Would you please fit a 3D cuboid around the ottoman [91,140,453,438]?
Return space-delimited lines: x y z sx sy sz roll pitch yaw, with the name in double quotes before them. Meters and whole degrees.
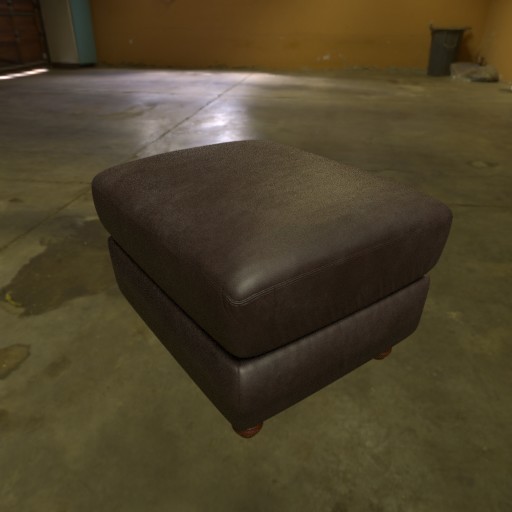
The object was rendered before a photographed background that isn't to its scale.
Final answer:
"ottoman" 0.000 0.000 1.286 0.670 0.569 0.806 -19 33 -31
